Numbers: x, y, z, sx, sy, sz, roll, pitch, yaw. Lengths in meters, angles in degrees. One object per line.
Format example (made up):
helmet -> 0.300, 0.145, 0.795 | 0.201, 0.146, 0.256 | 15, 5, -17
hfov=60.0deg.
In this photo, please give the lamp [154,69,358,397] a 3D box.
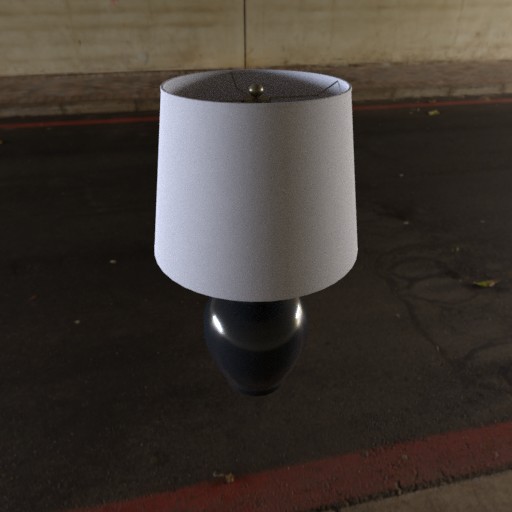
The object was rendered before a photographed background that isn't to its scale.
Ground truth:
lamp -> 0.000, 0.000, 0.543 | 0.239, 0.399, 0.239 | 0, 31, 0
